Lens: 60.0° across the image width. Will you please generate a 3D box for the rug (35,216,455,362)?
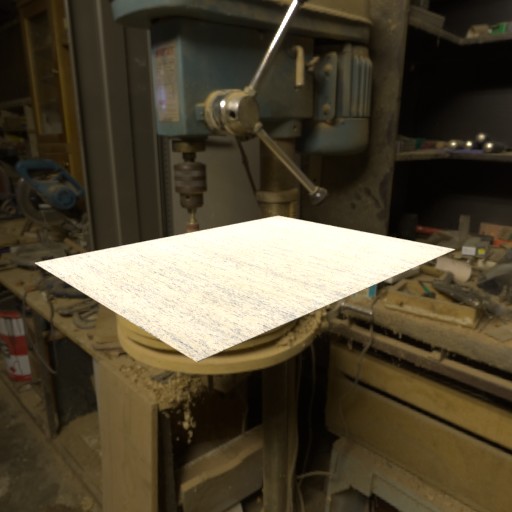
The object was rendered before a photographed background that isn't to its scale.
[{"bbox_3d":[0.000,0.000,4.224,3.197,0.006,2.438,-15,22,-42],"label":"rug"}]
